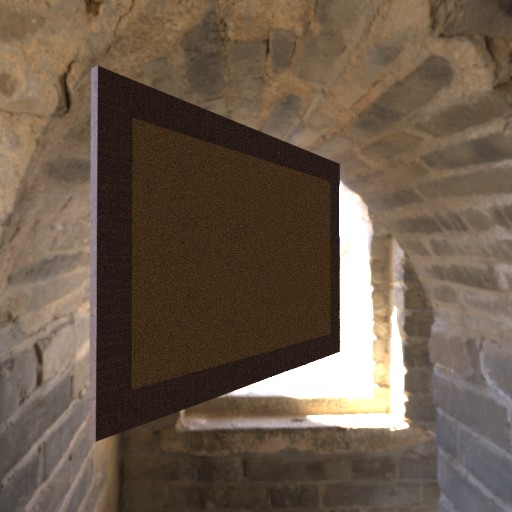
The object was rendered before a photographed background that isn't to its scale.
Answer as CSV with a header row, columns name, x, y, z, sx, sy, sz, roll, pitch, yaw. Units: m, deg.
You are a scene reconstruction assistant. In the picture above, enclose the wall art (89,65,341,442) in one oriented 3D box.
name,x,y,z,sx,sy,sz,roll,pitch,yaw
wall art,0.000,0.000,1.111,0.019,0.626,0.917,-1,-1,36
